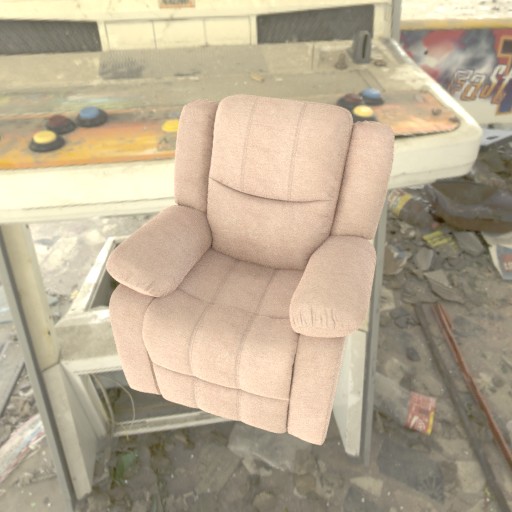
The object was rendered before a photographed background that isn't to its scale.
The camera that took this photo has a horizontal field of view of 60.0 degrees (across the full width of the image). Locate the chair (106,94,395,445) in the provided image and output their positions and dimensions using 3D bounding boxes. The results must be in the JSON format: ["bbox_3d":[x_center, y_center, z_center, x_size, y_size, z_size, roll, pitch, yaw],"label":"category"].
[{"bbox_3d":[0.000,0.000,1.734,0.899,1.008,0.944,12,41,14],"label":"chair"}]
